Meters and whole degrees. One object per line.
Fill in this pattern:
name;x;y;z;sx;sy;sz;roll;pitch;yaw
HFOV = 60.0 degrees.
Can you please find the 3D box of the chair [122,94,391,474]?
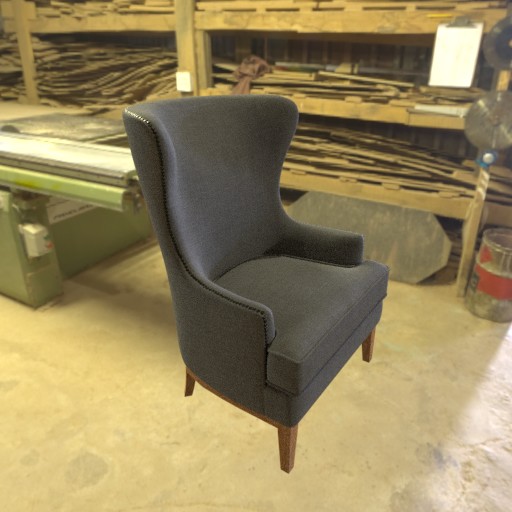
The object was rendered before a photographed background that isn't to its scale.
chair;0.000;0.000;1.810;0.883;1.176;0.864;16;29;31
